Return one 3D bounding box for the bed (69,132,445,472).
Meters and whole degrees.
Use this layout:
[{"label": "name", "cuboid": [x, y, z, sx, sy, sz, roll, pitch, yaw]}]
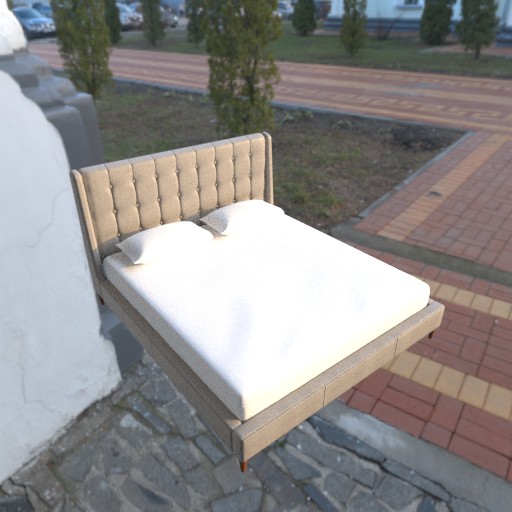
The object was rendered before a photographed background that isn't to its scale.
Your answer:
[{"label": "bed", "cuboid": [0.000, 0.000, 3.666, 2.062, 1.289, 2.342, -21, 36, -33]}]
